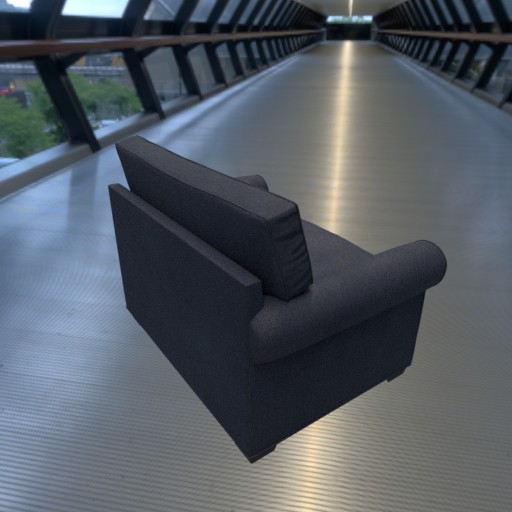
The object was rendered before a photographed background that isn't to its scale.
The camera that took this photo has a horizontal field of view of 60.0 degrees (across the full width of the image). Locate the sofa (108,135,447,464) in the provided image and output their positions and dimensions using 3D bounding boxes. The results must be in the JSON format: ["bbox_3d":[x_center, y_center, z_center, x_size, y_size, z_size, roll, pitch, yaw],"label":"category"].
[{"bbox_3d":[0.000,0.000,2.101,0.938,1.004,1.405,-17,31,-31],"label":"sofa"}]
